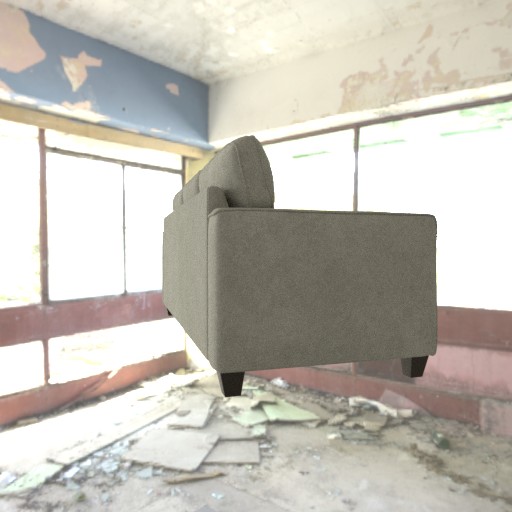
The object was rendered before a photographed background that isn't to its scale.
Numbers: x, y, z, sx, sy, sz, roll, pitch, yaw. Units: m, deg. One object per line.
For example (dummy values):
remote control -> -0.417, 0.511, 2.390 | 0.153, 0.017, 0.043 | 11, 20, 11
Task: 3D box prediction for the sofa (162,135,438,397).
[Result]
sofa -> 0.000, 0.000, 2.658 | 0.939, 0.965, 2.133 | 0, 1, -17
